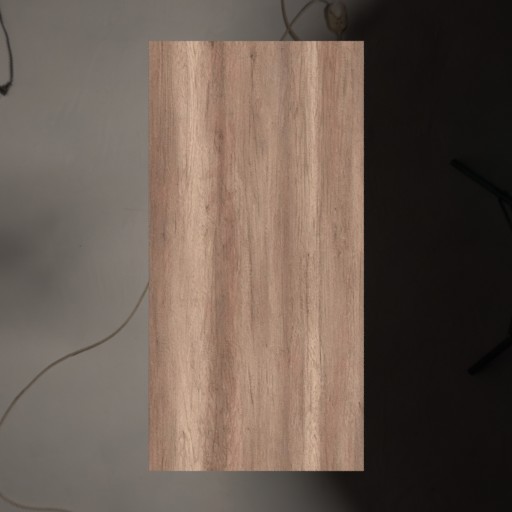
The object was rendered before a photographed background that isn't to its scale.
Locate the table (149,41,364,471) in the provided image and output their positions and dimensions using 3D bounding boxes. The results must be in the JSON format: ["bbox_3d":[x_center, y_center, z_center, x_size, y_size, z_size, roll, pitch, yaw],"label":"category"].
[{"bbox_3d":[0.000,0.000,2.251,0.900,0.790,1.800,0,90,0],"label":"table"}]
